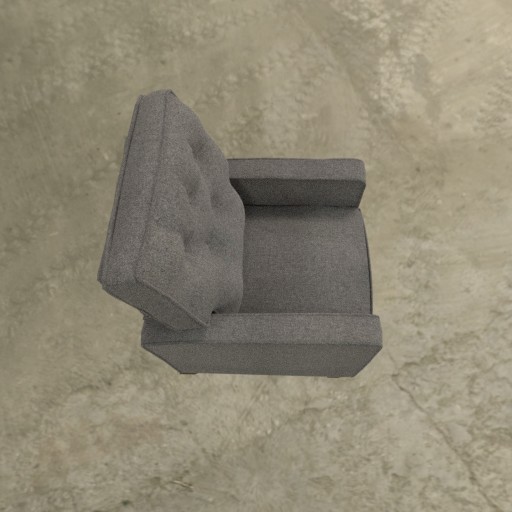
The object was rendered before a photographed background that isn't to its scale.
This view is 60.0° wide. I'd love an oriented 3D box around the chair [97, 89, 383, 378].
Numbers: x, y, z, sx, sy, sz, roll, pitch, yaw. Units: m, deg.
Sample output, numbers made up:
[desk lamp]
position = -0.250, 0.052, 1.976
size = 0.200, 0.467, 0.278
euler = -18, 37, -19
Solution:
[chair]
position = 0.000, 0.000, 1.446
size = 0.775, 0.889, 0.650
euler = 1, 63, 1
